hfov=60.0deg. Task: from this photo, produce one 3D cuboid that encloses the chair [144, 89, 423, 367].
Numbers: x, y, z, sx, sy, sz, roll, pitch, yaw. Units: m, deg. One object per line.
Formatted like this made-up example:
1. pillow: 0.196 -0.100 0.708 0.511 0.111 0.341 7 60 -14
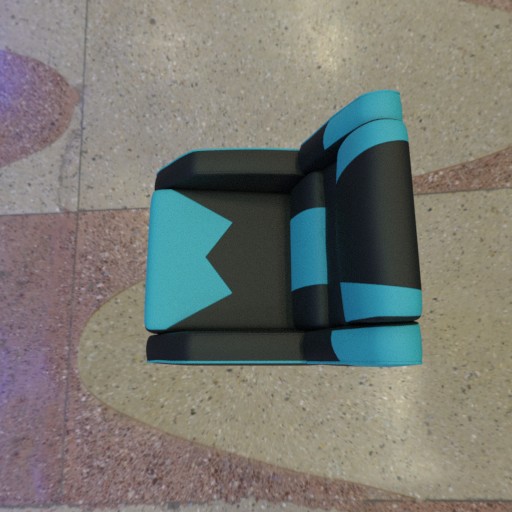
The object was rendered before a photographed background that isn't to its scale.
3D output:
1. chair: 0.000 0.000 1.289 0.672 0.805 0.620 0 77 0
